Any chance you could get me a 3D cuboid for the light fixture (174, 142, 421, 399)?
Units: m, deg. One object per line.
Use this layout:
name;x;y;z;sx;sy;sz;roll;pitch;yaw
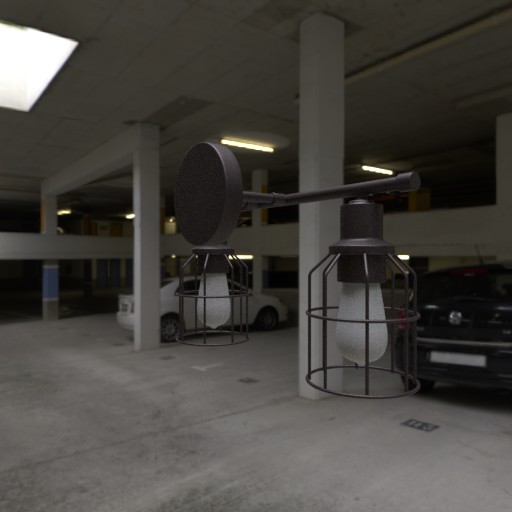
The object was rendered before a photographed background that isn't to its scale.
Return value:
light fixture;0.000;0.000;0.547;0.165;0.254;0.406;0;0;-37
